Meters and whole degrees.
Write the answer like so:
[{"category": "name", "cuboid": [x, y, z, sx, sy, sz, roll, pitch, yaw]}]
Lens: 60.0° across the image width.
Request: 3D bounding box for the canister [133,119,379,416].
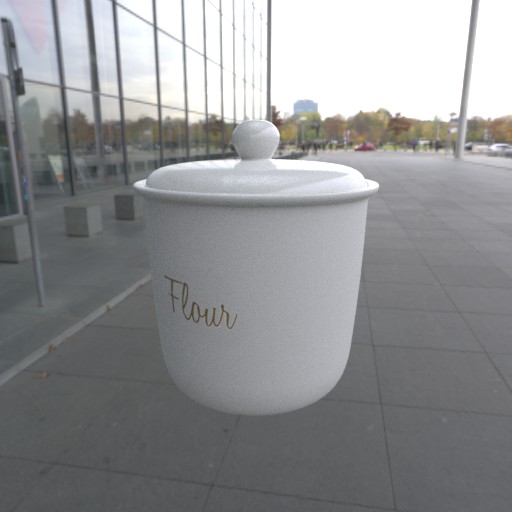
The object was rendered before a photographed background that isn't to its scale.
[{"category": "canister", "cuboid": [0.000, 0.000, 0.353, 0.182, 0.208, 0.182, 0, 14, 0]}]
